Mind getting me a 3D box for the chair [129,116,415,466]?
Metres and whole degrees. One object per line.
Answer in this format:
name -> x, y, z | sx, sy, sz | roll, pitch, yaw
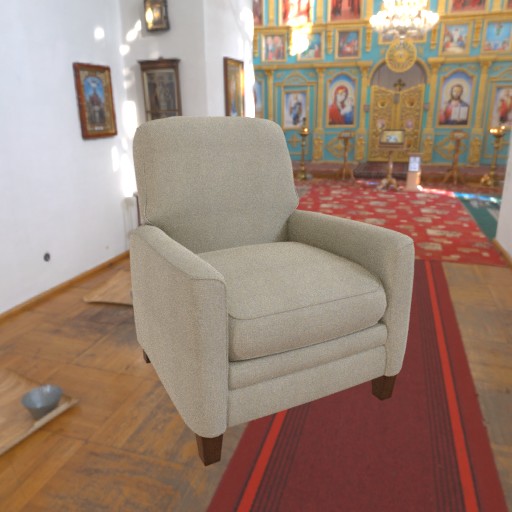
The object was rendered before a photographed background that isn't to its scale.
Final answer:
chair -> 0.000, 0.000, 1.660 | 0.850, 1.006, 0.853 | -9, 19, -27
